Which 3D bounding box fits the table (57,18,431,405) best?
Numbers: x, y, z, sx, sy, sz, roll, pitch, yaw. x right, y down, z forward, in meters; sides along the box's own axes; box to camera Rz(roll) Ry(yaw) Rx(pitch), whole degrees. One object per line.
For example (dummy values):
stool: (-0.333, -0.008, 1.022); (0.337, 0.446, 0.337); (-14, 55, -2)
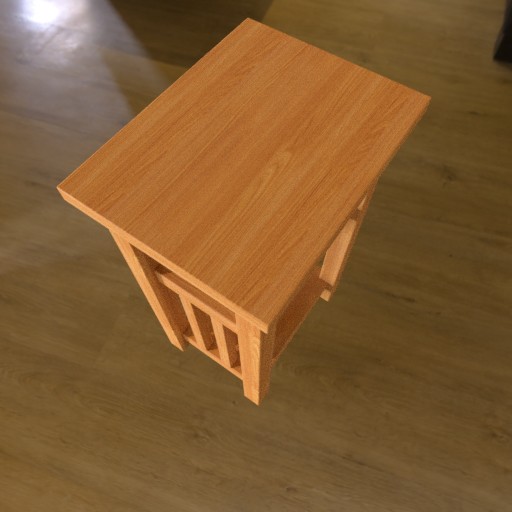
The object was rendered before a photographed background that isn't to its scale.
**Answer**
table: (0.000, 0.000, 0.739); (0.270, 0.550, 0.350); (31, 66, 16)
